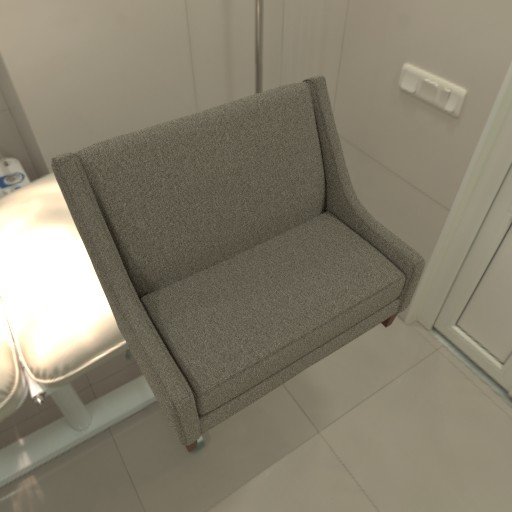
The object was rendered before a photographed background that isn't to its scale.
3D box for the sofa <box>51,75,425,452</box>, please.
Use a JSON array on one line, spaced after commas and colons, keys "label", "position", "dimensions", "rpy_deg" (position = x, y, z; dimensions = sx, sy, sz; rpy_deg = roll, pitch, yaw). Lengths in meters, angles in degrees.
[{"label": "sofa", "position": [0.000, 0.000, 1.915], "dimensions": [1.242, 1.026, 0.862], "rpy_deg": [-25, 51, -22]}]
